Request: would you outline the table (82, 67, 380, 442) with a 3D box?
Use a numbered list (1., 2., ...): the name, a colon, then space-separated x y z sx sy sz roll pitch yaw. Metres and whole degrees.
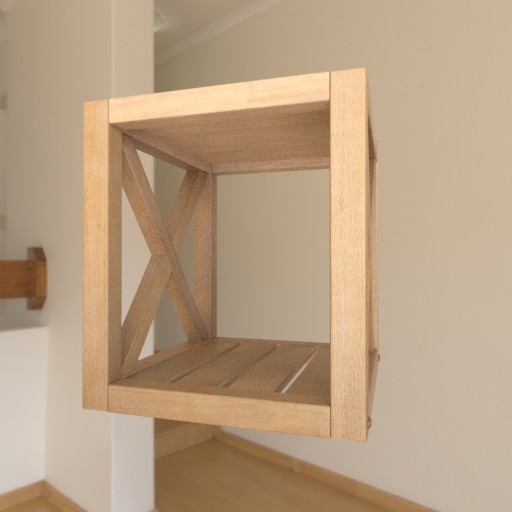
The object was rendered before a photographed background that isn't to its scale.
1. table: 0.000 0.000 1.062 0.558 0.610 0.559 0 -1 17
